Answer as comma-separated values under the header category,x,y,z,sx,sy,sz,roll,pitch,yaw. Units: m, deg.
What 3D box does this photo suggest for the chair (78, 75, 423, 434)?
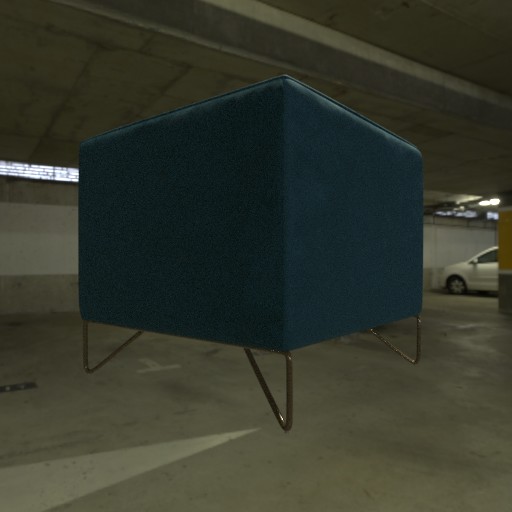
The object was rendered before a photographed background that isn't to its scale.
category,x,y,z,sx,sy,sz,roll,pitch,yaw
chair,0.000,0.000,1.552,0.894,0.790,0.880,0,-1,39
